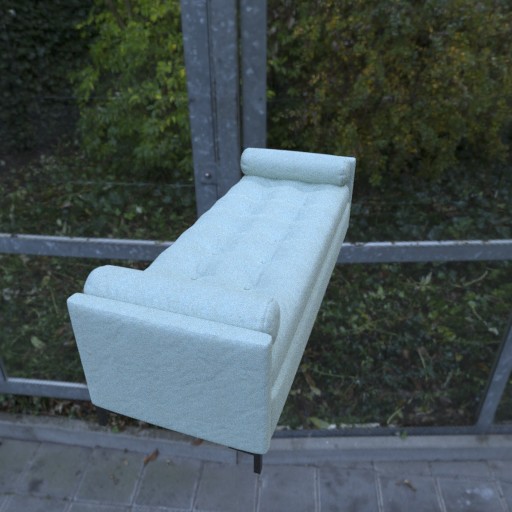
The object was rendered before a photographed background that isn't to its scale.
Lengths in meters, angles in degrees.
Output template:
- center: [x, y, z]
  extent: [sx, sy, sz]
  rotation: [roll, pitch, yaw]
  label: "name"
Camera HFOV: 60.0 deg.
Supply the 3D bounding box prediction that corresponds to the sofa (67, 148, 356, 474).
- center: [0.000, 0.000, 2.493]
  extent: [0.796, 0.705, 2.102]
  rotation: [9, 31, 16]
  label: "sofa"
